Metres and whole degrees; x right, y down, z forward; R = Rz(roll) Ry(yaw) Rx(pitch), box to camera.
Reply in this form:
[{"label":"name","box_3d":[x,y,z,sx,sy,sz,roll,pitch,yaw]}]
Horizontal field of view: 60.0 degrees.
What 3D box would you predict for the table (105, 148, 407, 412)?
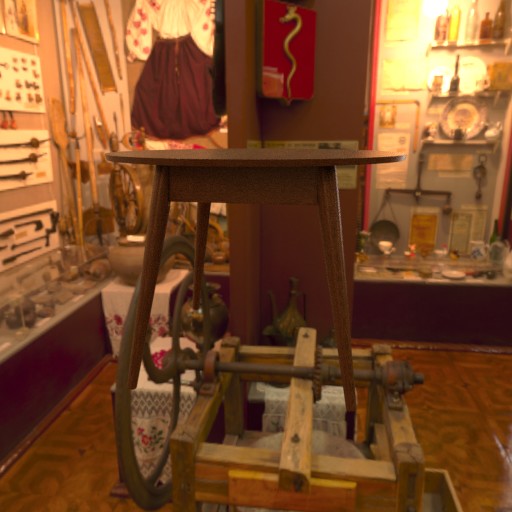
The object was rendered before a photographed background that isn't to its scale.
[{"label":"table","box_3d":[0.000,0.000,1.724,1.053,0.786,1.053,0,15,0]}]
